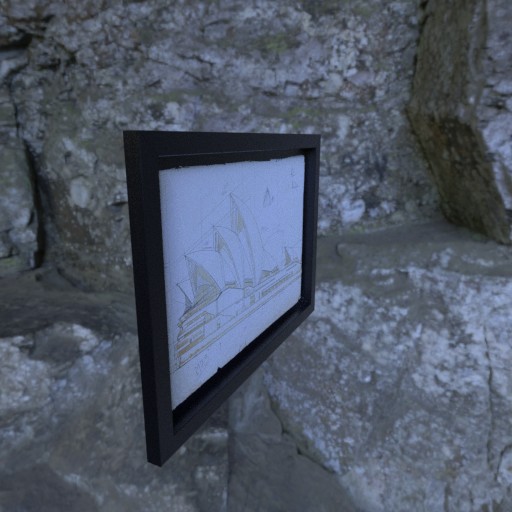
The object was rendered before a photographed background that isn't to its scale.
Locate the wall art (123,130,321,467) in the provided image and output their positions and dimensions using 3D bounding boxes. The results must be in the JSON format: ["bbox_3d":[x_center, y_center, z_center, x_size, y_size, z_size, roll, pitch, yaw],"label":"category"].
[{"bbox_3d":[0.000,0.000,0.856,0.027,0.458,0.657,7,17,25],"label":"wall art"}]
